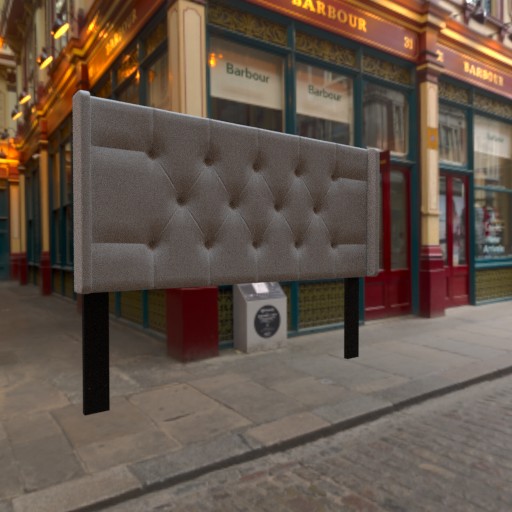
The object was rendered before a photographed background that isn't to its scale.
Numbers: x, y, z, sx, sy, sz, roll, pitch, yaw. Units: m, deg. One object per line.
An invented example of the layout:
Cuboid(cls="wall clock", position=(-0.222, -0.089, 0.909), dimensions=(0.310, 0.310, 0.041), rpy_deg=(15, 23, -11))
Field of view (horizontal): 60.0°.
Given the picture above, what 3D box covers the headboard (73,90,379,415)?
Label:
Cuboid(cls="headboard", position=(0.000, 0.000, 2.655), dimensions=(2.051, 1.524, 0.184), rpy_deg=(-1, 1, -36))
